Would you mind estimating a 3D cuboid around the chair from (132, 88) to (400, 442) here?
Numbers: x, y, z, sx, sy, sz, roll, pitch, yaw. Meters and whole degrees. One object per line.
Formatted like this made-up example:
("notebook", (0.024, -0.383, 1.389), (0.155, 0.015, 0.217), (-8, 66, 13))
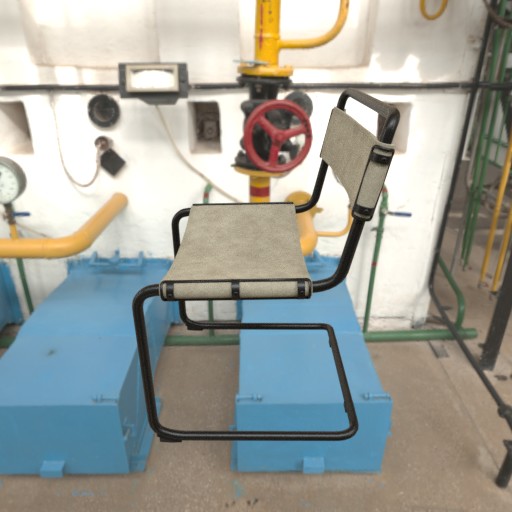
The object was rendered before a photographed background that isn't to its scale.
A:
("chair", (0.000, 0.000, 1.091), (0.497, 0.747, 0.499), (0, 26, 0))
